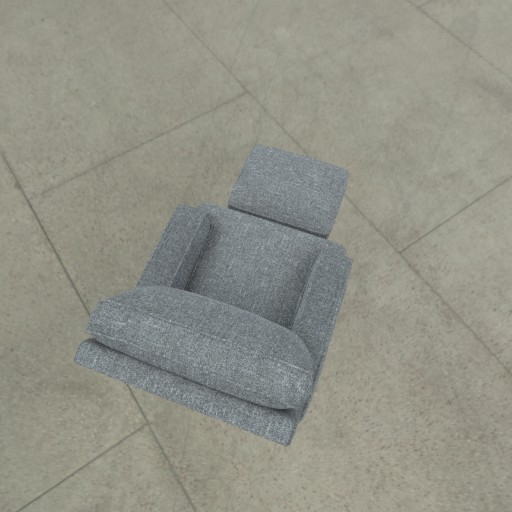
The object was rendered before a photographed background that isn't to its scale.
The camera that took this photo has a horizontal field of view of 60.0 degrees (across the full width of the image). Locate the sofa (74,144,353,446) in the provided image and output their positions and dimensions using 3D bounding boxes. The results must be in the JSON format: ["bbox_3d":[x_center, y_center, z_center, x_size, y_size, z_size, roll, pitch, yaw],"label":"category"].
[{"bbox_3d":[0.000,0.000,2.013,0.861,0.959,1.472,18,65,9],"label":"sofa"}]
